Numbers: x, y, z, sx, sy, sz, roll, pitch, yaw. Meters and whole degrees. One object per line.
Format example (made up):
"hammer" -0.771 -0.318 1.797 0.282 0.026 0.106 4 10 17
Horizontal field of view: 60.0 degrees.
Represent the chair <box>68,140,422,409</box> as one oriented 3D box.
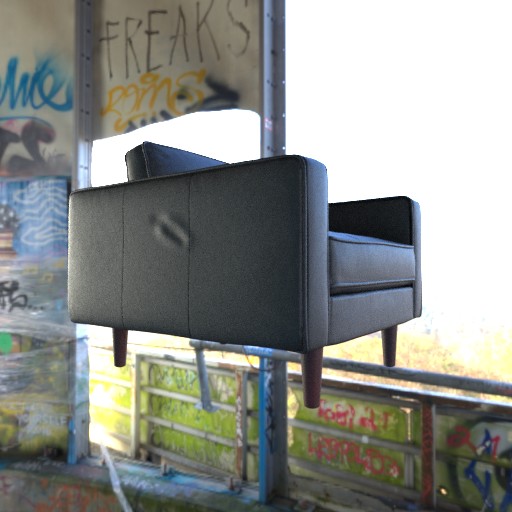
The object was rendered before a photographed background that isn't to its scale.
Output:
"chair" 0.000 0.000 1.534 0.914 0.763 0.889 -1 -2 36
